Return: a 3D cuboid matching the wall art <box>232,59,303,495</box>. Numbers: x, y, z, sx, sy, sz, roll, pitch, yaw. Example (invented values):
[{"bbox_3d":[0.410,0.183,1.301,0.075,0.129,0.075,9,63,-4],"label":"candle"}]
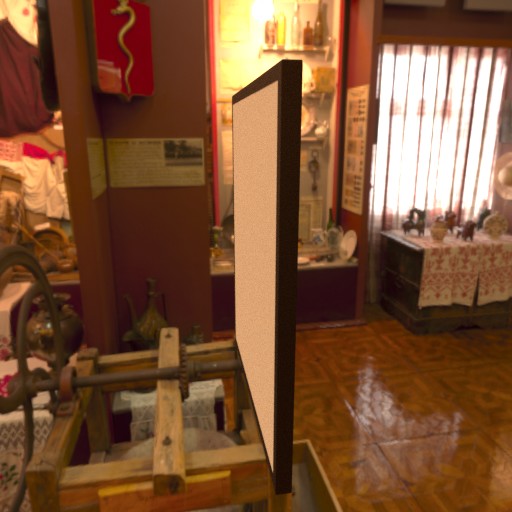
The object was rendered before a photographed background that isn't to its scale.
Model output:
[{"bbox_3d":[0.000,0.000,0.699,0.021,0.509,0.430,-3,16,-9],"label":"wall art"}]
